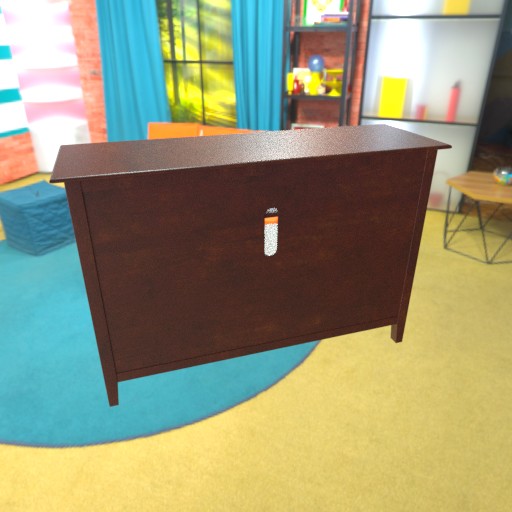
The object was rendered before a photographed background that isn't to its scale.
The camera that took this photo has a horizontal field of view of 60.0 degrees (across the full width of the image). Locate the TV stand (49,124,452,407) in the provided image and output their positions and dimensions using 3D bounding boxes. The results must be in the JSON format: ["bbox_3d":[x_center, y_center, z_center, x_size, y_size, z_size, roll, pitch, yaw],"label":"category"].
[{"bbox_3d":[0.000,0.000,1.834,1.372,0.915,0.445,-8,28,-16],"label":"TV stand"}]
